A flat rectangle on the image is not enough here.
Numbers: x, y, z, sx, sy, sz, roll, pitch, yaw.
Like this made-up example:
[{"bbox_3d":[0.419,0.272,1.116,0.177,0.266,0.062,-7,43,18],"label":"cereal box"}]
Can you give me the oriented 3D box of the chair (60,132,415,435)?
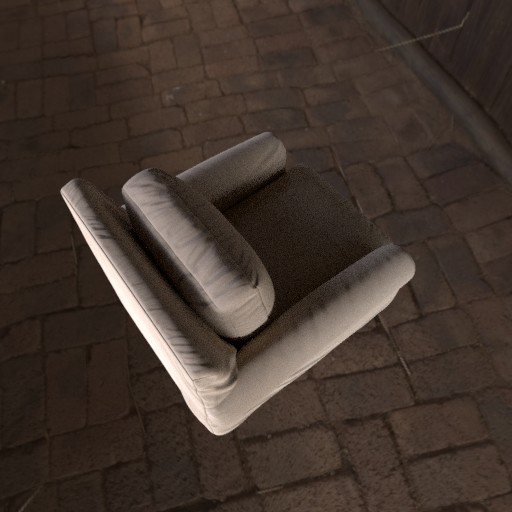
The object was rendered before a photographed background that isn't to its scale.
[{"bbox_3d":[0.000,0.000,1.782,1.066,0.866,0.940,-33,64,-19],"label":"chair"}]
